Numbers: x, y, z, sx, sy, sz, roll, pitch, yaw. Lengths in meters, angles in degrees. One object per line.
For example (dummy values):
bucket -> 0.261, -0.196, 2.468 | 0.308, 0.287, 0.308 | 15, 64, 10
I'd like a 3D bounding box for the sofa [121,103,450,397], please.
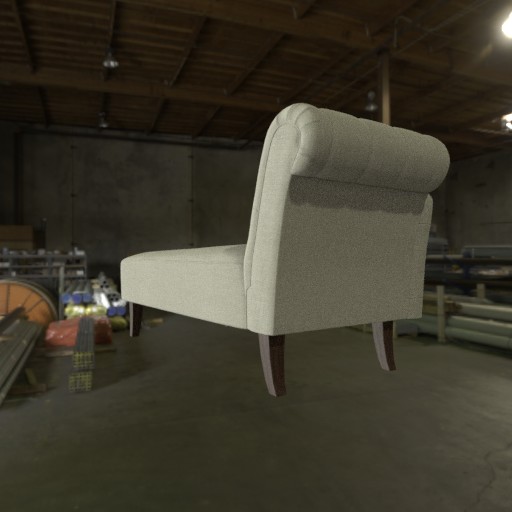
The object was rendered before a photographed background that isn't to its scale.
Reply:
sofa -> 0.000, 0.000, 1.799 | 0.675, 0.787, 1.379 | 0, 0, -35
